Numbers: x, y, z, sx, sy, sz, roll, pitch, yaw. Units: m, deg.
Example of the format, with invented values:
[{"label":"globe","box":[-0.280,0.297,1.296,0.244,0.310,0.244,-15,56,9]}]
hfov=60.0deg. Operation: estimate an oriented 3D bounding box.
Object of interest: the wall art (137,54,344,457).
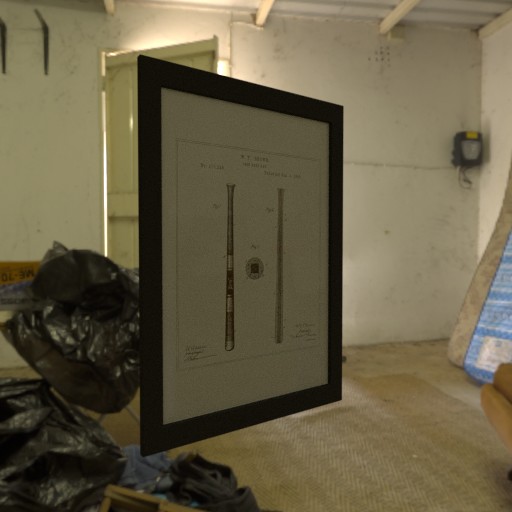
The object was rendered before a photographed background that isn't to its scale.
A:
[{"label":"wall art","box":[0.000,0.000,0.692,0.374,0.529,0.012,-1,2,-35]}]
